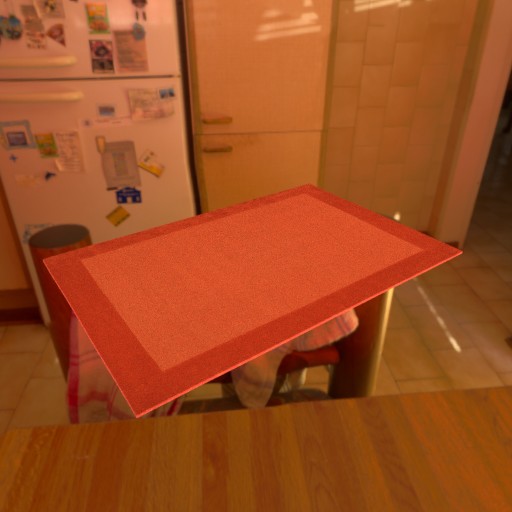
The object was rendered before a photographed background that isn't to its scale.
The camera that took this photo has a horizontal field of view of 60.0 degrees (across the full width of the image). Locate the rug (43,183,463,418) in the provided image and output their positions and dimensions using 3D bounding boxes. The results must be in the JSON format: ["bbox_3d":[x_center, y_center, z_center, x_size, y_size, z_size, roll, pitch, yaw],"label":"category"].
[{"bbox_3d":[0.000,0.000,2.314,1.829,0.014,1.219,-20,36,-30],"label":"rug"}]
